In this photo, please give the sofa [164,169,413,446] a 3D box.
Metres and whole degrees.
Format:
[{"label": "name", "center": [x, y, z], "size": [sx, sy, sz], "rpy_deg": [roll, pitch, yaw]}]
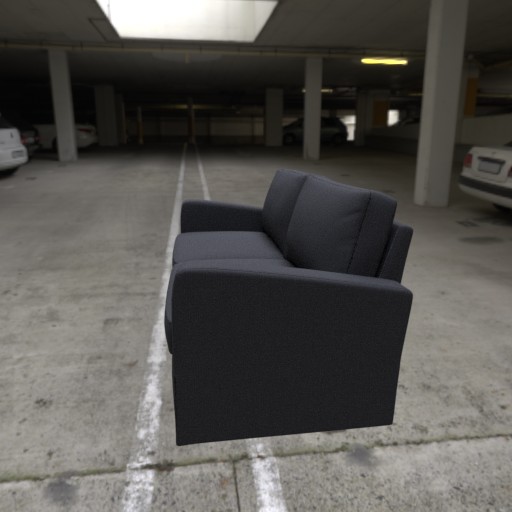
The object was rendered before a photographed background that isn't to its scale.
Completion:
[{"label": "sofa", "center": [0.000, 0.000, 2.336], "size": [0.898, 0.839, 1.852], "rpy_deg": [-2, 14, -8]}]
